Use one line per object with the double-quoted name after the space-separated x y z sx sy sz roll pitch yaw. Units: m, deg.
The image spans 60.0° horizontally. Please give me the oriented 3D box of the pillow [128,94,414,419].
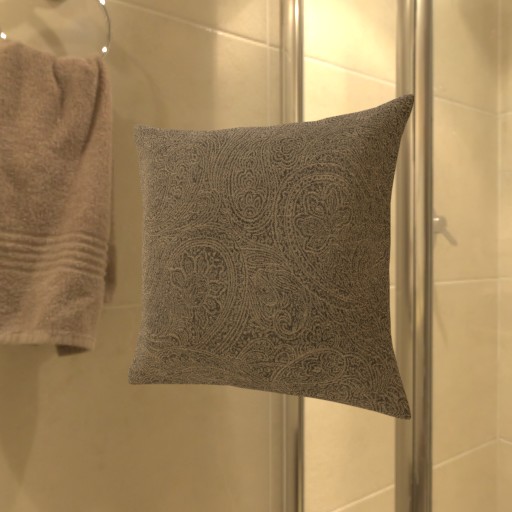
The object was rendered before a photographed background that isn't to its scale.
0.000 0.000 0.780 0.523 0.510 0.166 0 1 19 "pillow"
